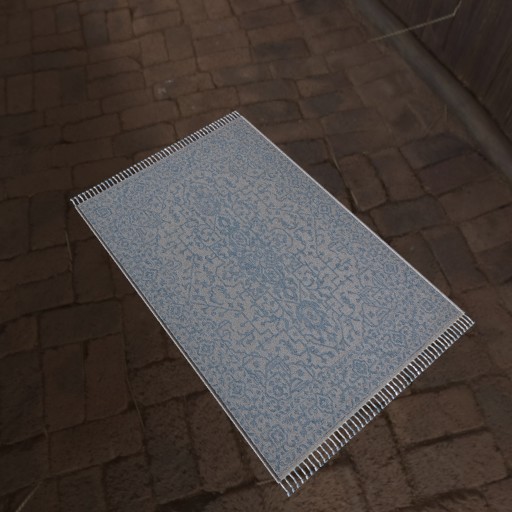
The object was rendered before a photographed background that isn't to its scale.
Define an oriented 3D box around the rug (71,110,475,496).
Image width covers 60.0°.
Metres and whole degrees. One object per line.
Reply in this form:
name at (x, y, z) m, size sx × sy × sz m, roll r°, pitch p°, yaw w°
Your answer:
rug at (0.000, 0.000, 2.985) m, size 1.524 × 0.010 × 2.438 m, roll -34°, pitch 65°, yaw -19°
